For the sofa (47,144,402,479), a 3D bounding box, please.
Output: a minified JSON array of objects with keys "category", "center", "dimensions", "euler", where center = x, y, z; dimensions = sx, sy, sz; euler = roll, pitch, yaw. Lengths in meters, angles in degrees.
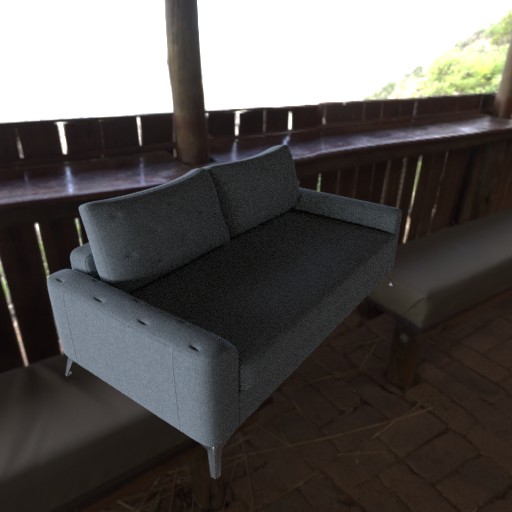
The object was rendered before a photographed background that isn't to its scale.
[{"category":"sofa","center":[0.000,0.000,2.143],"dimensions":[0.920,0.790,1.650],"euler":[18,31,32]}]
